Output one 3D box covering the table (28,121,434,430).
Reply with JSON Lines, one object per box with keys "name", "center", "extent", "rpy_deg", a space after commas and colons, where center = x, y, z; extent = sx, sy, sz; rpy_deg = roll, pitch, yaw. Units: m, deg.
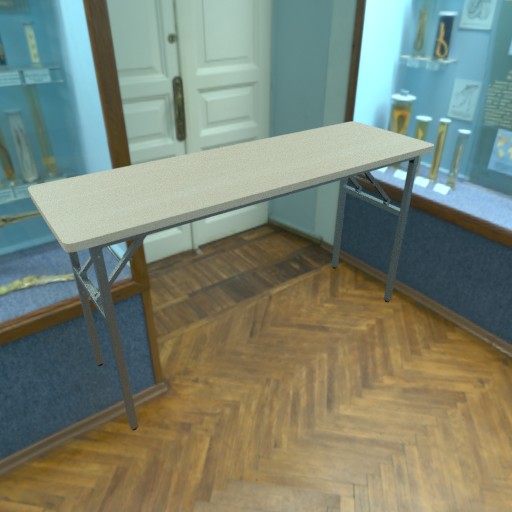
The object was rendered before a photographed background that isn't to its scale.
{"name": "table", "center": [0.000, 0.000, 1.727], "extent": [1.397, 0.750, 0.446], "rpy_deg": [-19, 36, -29]}
